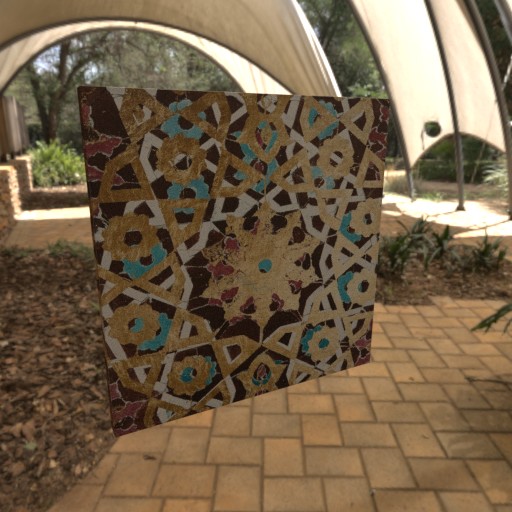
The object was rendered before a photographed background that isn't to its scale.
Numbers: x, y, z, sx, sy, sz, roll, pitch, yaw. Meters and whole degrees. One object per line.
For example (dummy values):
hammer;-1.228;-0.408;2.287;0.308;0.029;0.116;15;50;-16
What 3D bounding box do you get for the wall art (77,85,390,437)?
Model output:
wall art;0.000;0.000;0.891;0.609;0.613;0.041;-8;18;-26
